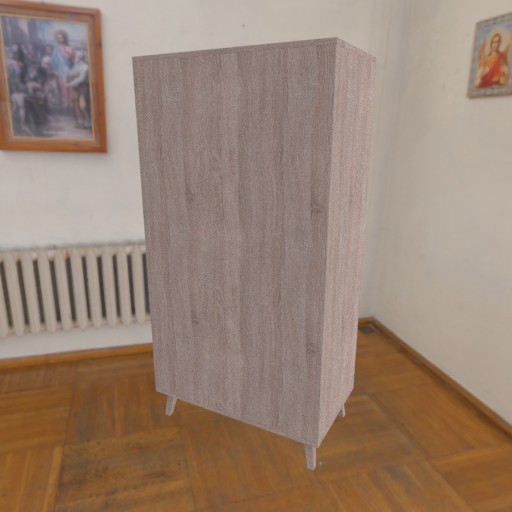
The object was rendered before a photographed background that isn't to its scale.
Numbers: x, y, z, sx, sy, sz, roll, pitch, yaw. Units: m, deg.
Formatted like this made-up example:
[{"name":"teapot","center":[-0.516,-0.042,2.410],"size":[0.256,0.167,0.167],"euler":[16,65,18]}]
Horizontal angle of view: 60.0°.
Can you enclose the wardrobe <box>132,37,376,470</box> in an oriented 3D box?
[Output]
[{"name":"wardrobe","center":[0.000,0.000,2.374],"size":[1.000,1.960,0.600],"euler":[9,18,27]}]
